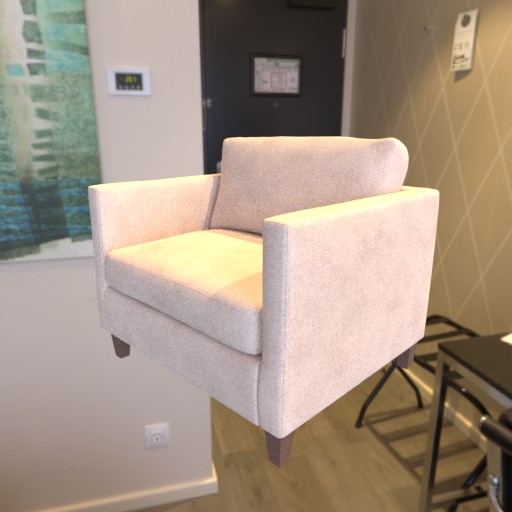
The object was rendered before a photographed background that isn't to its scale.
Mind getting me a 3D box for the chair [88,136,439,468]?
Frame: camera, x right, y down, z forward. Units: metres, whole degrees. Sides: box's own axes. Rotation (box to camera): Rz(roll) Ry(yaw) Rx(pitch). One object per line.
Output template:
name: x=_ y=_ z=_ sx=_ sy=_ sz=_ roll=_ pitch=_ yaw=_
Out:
chair: x=0.000 y=0.000 z=1.849 sx=1.133 sy=0.961 sz=0.959 roll=15 pitch=22 yaw=43
